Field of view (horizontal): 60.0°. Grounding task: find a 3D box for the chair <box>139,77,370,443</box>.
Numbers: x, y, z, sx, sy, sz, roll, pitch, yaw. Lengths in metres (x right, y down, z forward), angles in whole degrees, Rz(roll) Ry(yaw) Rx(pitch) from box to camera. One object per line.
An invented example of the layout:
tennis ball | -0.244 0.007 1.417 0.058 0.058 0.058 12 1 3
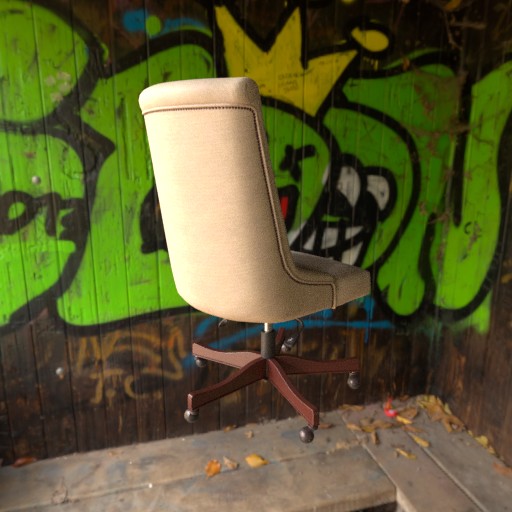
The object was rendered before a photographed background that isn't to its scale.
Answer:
chair | 0.000 0.000 1.454 0.696 1.010 0.645 -13 19 -42
